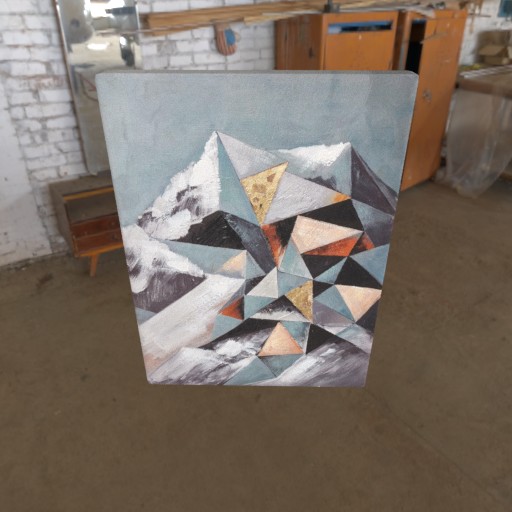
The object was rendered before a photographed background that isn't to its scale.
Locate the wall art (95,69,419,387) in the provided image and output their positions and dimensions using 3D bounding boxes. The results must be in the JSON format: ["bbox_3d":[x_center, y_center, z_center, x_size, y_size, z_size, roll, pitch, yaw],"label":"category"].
[{"bbox_3d":[0.000,0.000,0.790,0.455,0.613,0.037,1,31,1],"label":"wall art"}]
